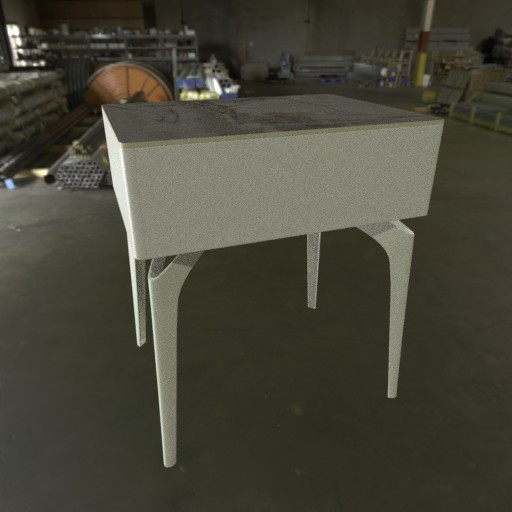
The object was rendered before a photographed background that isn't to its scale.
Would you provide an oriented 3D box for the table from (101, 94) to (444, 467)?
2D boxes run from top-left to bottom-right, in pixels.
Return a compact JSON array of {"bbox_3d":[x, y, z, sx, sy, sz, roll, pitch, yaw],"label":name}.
[{"bbox_3d":[0.000,0.000,0.906,0.500,0.570,0.400,-10,28,-18],"label":"table"}]
